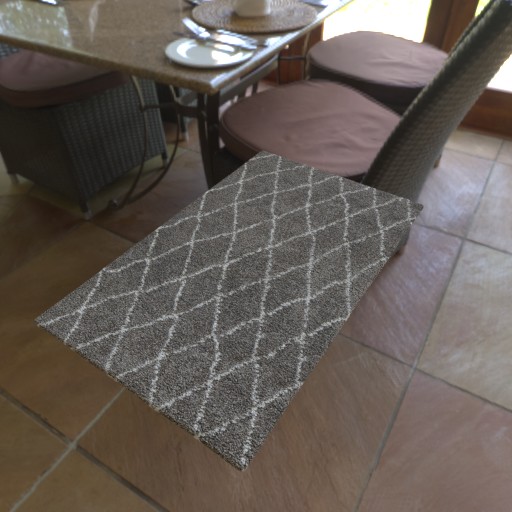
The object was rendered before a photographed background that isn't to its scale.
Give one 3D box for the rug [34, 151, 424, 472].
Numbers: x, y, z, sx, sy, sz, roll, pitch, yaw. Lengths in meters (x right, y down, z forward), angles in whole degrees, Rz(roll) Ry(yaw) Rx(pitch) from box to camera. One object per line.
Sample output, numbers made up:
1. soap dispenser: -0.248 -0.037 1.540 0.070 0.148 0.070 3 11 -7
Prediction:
1. rug: 0.000 0.000 3.038 1.524 0.030 2.438 25 48 25
